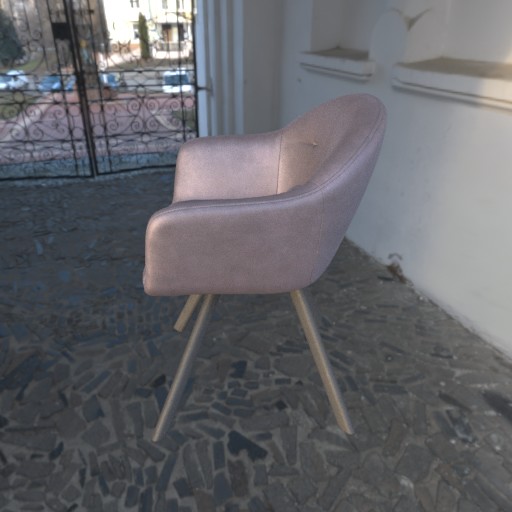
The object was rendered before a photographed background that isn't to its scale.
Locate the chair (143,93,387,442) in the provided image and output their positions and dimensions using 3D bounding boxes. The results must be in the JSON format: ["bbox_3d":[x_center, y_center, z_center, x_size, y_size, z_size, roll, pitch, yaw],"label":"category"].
[{"bbox_3d":[0.000,0.000,1.143,0.544,0.781,0.567,-1,28,-2],"label":"chair"}]
